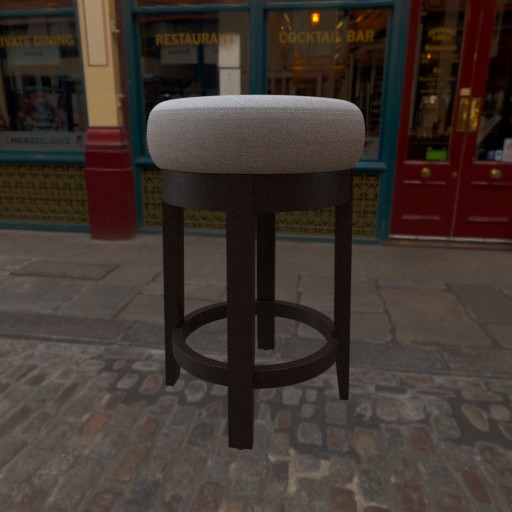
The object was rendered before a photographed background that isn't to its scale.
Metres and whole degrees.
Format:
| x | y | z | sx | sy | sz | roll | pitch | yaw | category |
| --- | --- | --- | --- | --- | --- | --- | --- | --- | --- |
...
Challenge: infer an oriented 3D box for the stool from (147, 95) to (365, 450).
| x | y | z | sx | sy | sz | roll | pitch | yaw | category |
| --- | --- | --- | --- | --- | --- | --- | --- | --- | --- |
| 0.000 | 0.000 | 0.994 | 0.443 | 0.672 | 0.443 | 0 | 15 | 0 | stool |
